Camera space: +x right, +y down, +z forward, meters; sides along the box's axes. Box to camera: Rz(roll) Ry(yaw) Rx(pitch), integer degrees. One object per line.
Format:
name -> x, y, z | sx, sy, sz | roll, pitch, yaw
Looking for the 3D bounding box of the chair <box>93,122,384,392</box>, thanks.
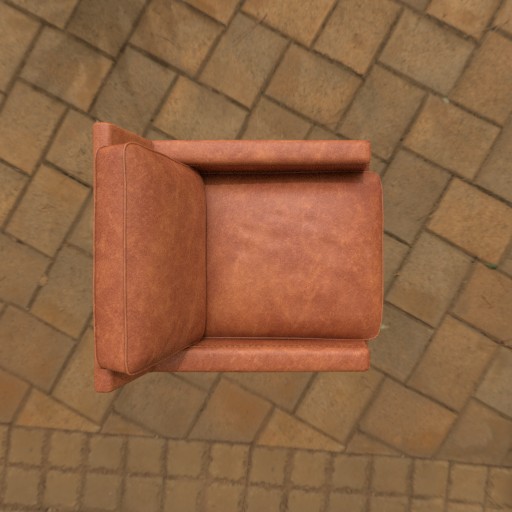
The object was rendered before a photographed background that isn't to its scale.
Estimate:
chair -> 0.000, 0.000, 1.704 | 1.014, 0.943, 0.853 | 0, 91, 0
